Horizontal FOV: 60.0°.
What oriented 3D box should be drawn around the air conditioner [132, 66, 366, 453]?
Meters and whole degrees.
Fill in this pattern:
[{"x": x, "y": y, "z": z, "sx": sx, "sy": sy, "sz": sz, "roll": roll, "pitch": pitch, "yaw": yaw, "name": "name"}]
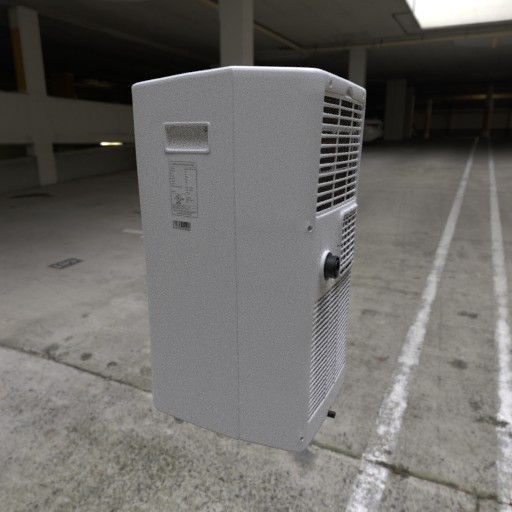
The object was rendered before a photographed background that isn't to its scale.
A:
[{"x": 0.000, "y": 0.000, "z": 0.815, "sx": 0.349, "sy": 0.606, "sz": 0.304, "roll": 7, "pitch": 16, "yaw": 25, "name": "air conditioner"}]
